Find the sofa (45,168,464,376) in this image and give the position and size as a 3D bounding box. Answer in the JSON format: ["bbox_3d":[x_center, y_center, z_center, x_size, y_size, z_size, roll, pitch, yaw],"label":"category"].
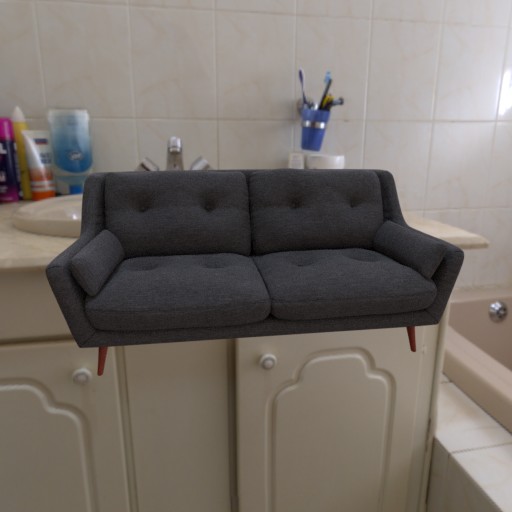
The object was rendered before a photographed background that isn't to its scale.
[{"bbox_3d":[0.000,0.000,2.418,1.929,0.896,0.975,-2,15,-8],"label":"sofa"}]
